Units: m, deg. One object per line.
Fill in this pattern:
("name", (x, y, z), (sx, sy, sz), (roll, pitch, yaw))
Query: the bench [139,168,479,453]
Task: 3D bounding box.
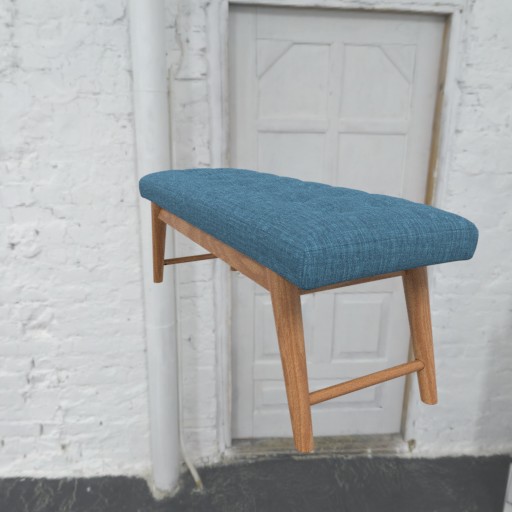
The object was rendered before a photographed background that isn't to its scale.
("bench", (0.000, 0.000, 1.285), (0.406, 0.432, 1.118), (-8, 18, -26))
